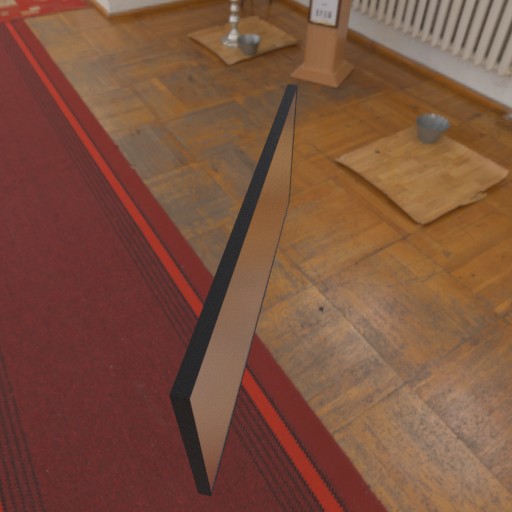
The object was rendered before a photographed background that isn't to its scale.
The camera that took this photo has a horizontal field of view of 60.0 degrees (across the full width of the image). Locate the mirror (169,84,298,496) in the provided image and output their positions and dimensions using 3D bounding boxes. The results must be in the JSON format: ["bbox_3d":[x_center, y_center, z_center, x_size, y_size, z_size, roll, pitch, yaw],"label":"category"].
[{"bbox_3d":[0.000,0.000,1.765,0.047,0.692,1.584,9,46,9],"label":"mirror"}]
